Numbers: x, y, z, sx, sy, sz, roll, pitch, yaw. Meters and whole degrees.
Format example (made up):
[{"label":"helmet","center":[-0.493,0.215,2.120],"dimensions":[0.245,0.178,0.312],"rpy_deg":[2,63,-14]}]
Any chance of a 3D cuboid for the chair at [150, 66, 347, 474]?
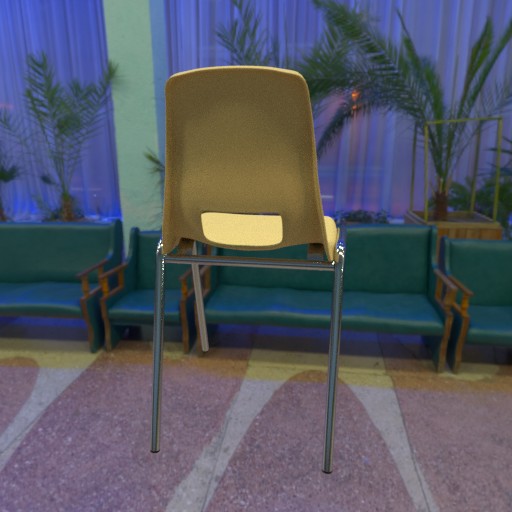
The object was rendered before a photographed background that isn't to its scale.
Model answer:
[{"label":"chair","center":[0.000,0.000,0.949],"dimensions":[0.381,0.704,0.436],"rpy_deg":[3,16,9]}]
